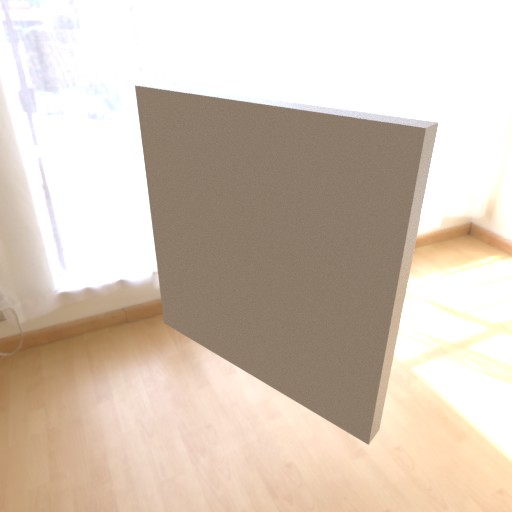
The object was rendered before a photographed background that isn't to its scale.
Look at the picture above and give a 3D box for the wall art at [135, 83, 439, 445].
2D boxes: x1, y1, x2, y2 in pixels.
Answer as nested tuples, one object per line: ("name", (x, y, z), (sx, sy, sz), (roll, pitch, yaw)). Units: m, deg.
("wall art", (0.000, 0.000, 0.527), (0.355, 0.355, 0.027), (22, 35, 34))
